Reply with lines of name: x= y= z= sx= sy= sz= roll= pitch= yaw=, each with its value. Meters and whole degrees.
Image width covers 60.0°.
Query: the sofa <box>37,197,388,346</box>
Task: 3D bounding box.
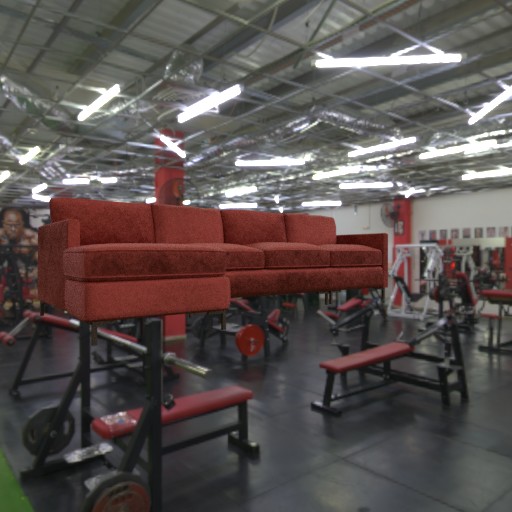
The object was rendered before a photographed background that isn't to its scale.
sofa: x=0.000 y=0.000 z=3.987 sx=3.400 sy=0.967 sz=1.500 roll=0 pitch=0 yaw=-36
